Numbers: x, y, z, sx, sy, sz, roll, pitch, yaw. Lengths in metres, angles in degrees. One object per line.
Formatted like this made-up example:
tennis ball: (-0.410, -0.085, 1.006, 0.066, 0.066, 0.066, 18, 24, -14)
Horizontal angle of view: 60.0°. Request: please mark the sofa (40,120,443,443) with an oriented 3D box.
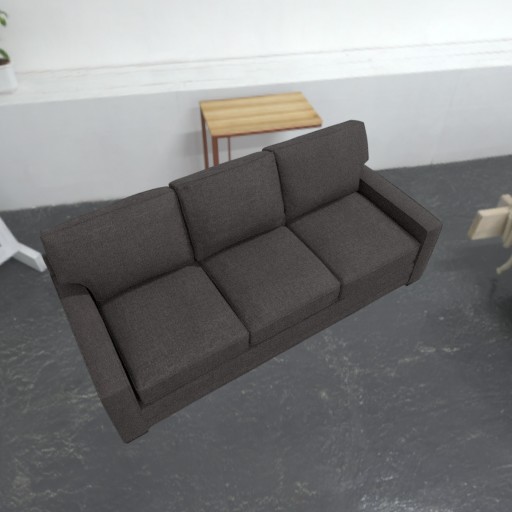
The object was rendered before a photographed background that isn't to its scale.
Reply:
sofa: (0.000, 0.000, 2.892, 2.369, 0.978, 1.004, -24, 51, -21)
